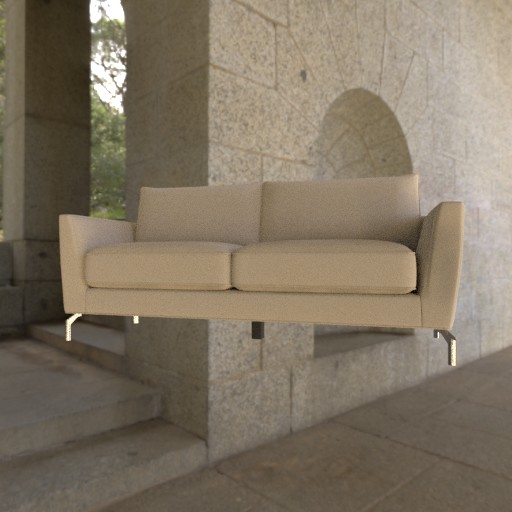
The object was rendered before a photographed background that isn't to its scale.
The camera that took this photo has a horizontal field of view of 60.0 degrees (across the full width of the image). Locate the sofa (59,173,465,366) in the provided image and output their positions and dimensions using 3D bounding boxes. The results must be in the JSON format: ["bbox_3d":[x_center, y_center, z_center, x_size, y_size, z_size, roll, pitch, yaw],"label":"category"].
[{"bbox_3d":[0.000,0.000,2.699,2.214,1.005,0.868,0,0,17],"label":"sofa"}]
